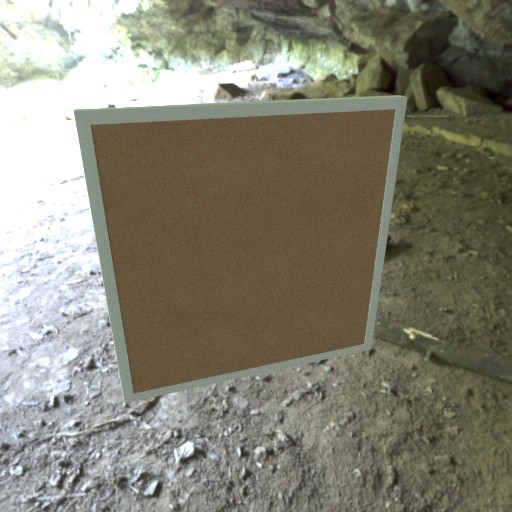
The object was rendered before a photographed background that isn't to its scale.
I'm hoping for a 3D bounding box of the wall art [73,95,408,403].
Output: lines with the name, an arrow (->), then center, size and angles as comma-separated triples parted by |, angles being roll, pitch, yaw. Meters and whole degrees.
wall art -> 0.000, 0.000, 1.152 | 0.760, 0.760, 0.036 | -8, 27, -16
